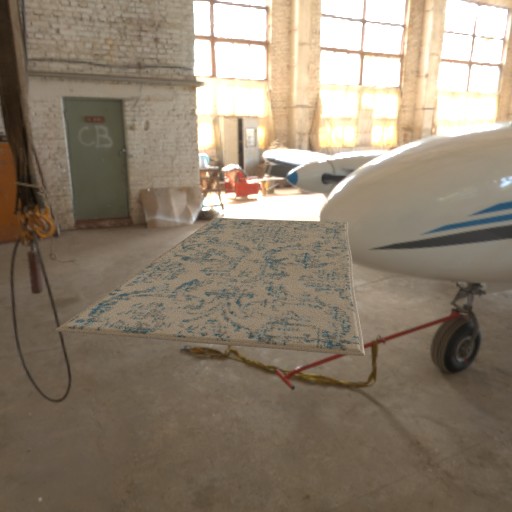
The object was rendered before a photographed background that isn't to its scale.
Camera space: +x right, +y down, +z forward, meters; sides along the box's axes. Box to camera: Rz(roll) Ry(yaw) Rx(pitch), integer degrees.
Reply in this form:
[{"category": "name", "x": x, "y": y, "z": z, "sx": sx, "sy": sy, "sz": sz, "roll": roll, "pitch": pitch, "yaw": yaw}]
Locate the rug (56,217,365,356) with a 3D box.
[{"category": "rug", "x": 0.000, "y": 0.000, "z": 1.414, "sx": 0.605, "sy": 0.007, "sz": 1.220, "roll": 3, "pitch": 16, "yaw": 10}]
